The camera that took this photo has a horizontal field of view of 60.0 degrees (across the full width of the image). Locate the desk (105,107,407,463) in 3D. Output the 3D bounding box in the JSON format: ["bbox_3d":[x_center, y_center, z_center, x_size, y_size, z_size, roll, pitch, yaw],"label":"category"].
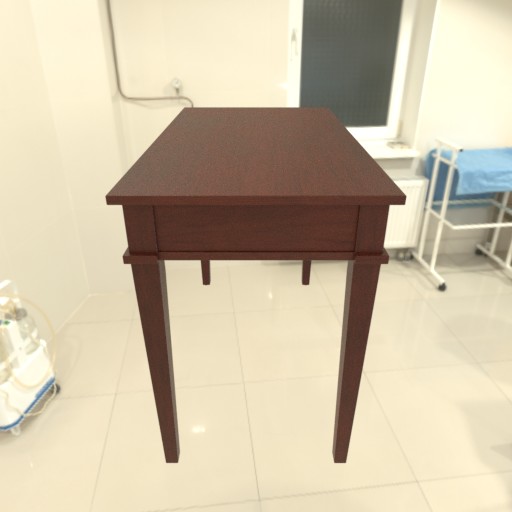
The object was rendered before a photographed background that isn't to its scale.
[{"bbox_3d":[0.000,0.000,1.424,0.549,0.762,1.001,0,27,0],"label":"desk"}]
